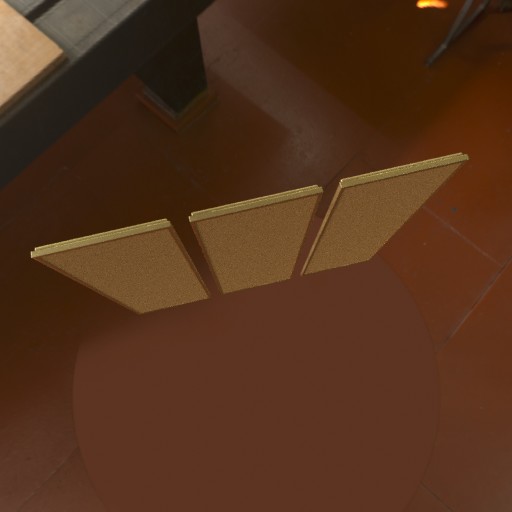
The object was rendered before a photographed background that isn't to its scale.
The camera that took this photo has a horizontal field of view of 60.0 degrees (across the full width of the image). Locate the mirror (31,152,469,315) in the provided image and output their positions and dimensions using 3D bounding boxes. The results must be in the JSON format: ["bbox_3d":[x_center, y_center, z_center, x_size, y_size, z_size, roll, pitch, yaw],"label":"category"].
[{"bbox_3d":[0.000,0.000,1.446,1.011,0.926,0.023,-13,75,-4],"label":"mirror"}]
